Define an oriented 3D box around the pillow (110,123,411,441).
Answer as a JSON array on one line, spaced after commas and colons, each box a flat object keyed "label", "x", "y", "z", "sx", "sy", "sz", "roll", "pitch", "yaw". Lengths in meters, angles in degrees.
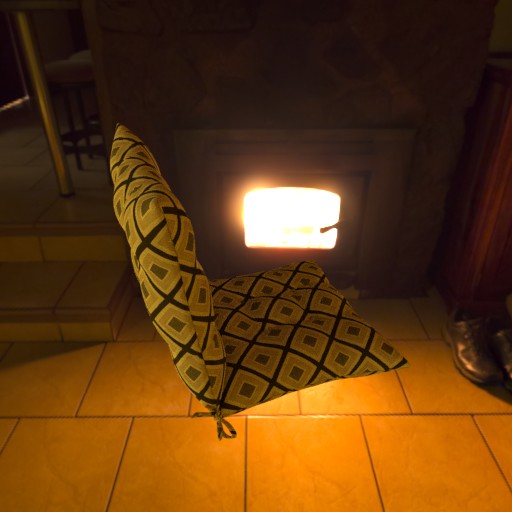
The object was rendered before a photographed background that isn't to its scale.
[{"label": "pillow", "x": 0.000, "y": 0.000, "z": 1.027, "sx": 0.585, "sy": 0.536, "sz": 0.541, "roll": -10, "pitch": 32, "yaw": -18}]
